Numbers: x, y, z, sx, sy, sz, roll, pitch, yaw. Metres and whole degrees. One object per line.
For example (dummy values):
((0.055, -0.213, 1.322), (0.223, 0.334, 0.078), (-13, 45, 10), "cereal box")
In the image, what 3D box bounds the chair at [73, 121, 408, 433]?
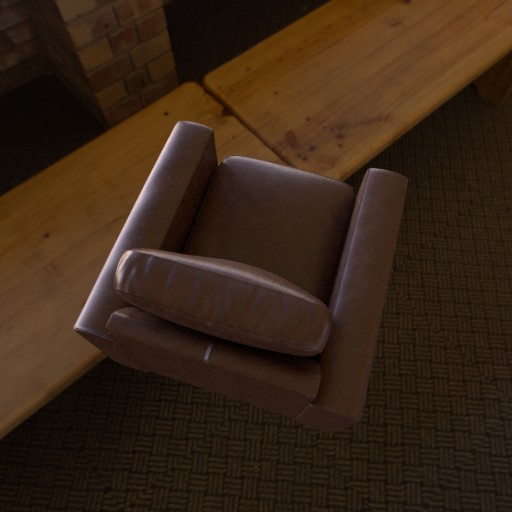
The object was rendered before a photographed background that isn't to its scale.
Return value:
((0.000, 0.000, 1.757), (1.005, 0.873, 1.016), (16, 66, 7), "chair")
